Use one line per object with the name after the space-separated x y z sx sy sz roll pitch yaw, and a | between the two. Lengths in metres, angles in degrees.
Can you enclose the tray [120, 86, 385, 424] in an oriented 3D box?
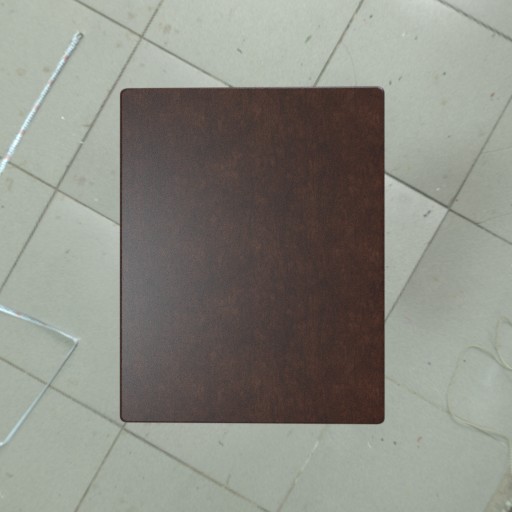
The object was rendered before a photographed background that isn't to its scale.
0.000 0.000 0.962 0.381 0.660 0.483 0 90 1 | tray
